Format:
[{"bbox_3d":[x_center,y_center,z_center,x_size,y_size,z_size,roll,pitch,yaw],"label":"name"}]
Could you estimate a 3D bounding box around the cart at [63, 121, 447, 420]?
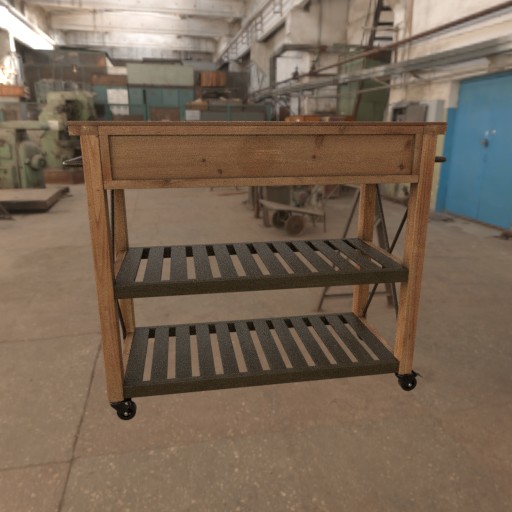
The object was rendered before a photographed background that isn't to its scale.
[{"bbox_3d":[0.000,0.000,0.960,0.686,0.554,0.298,-3,16,-9],"label":"cart"}]
